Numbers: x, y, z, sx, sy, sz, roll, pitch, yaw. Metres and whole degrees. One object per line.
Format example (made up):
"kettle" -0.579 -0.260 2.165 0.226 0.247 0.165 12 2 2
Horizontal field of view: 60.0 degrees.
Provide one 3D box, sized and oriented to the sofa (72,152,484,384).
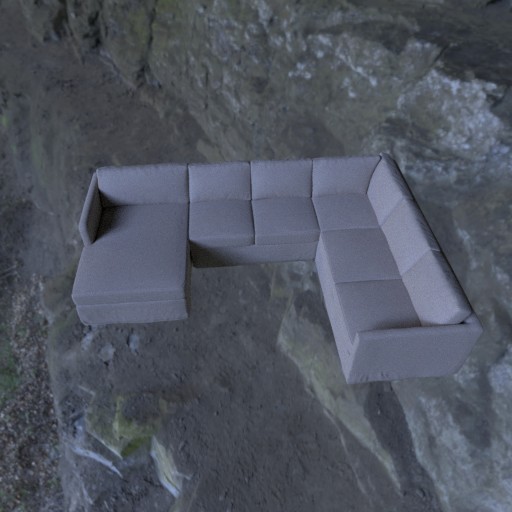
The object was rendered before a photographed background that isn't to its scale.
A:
"sofa" 0.000 0.000 4.443 3.528 0.878 2.476 -3 46 -3
